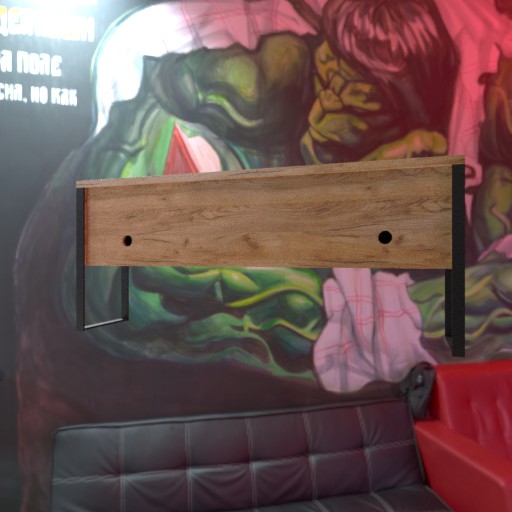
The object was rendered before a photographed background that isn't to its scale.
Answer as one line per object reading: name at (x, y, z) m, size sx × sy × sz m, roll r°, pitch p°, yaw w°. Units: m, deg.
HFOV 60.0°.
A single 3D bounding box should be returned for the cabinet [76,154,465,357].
cabinet at (0.000, 0.000, 2.147) m, size 1.800 × 0.762 × 0.395 m, roll 0°, pitch 0°, yaw 19°
